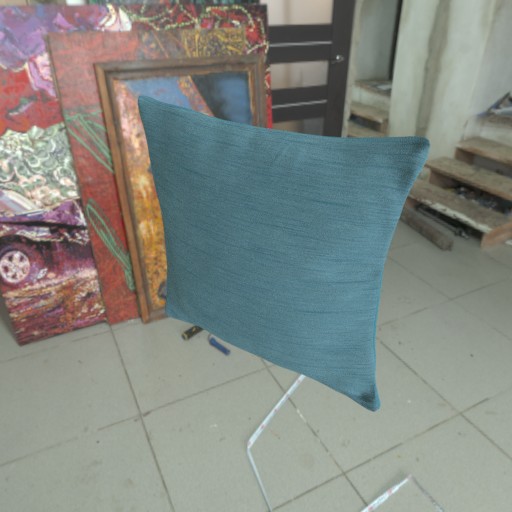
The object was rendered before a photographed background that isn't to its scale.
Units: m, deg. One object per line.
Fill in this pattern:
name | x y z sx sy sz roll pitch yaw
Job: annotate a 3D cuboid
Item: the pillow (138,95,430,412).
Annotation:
pillow | 0.000 0.000 0.660 0.433 0.415 0.151 19 35 29
